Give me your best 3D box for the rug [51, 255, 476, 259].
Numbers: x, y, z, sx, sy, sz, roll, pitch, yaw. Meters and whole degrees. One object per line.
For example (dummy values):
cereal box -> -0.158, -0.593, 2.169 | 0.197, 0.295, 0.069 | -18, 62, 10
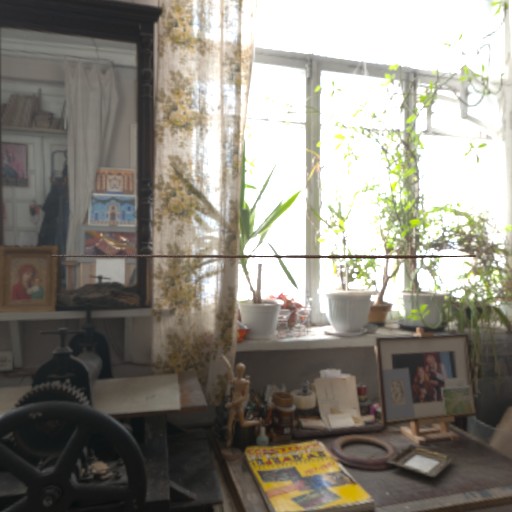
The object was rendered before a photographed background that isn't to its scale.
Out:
rug -> 0.000, 0.000, 2.993 | 2.438, 0.014, 1.523 | 0, 0, 36
